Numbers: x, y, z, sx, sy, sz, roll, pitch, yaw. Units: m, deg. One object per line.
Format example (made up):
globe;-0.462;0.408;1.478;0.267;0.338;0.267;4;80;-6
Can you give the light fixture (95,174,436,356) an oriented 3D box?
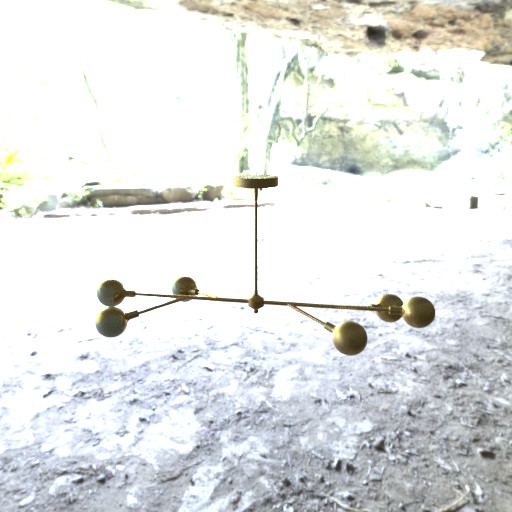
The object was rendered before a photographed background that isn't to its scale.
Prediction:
light fixture;0.000;0.000;1.019;0.778;0.362;0.434;7;17;25
